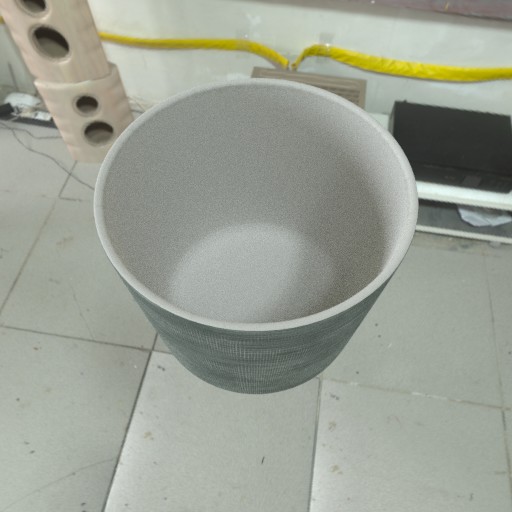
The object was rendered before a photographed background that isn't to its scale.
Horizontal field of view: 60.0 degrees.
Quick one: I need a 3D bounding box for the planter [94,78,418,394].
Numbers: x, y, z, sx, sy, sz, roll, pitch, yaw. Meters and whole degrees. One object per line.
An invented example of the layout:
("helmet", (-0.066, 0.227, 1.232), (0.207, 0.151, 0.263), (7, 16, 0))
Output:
("planter", (0.000, 0.000, 0.778), (0.440, 0.398, 0.440), (0, 59, 0))
